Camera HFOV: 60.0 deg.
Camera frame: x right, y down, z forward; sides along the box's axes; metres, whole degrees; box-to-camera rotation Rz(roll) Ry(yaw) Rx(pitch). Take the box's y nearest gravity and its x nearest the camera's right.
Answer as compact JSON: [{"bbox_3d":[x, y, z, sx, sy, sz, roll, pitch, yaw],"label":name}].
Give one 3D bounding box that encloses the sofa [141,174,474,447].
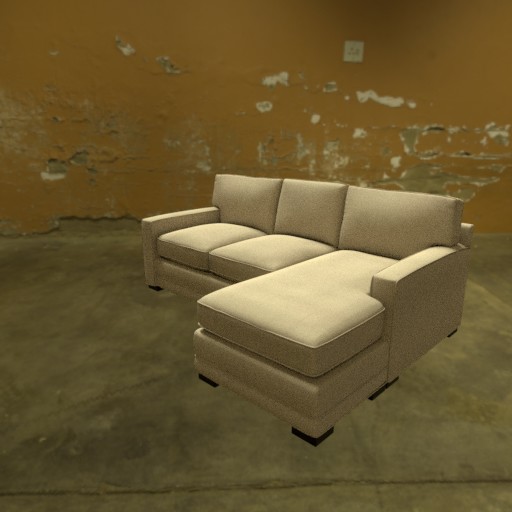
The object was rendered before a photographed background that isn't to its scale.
[{"bbox_3d":[0.000,0.000,2.806,2.087,0.861,1.496,15,21,42],"label":"sofa"}]
